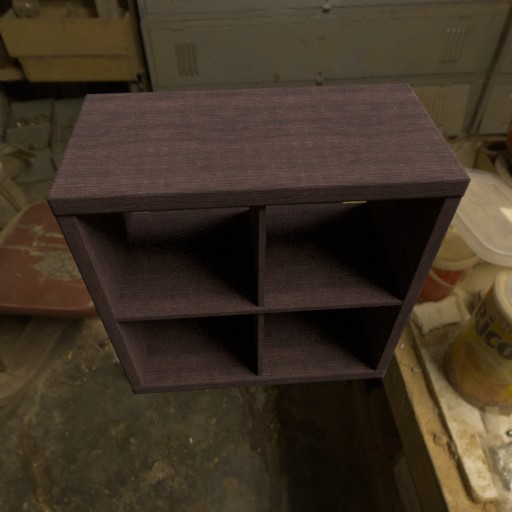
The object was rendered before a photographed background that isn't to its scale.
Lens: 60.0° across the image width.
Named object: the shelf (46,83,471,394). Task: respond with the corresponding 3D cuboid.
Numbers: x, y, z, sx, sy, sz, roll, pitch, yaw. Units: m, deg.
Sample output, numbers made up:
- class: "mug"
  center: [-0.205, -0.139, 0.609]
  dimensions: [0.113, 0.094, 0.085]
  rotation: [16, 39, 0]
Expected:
- class: "shelf"
  center: [0.000, 0.000, 1.242]
  dimensions: [0.790, 0.786, 0.390]
  rotation: [-3, 47, -3]
